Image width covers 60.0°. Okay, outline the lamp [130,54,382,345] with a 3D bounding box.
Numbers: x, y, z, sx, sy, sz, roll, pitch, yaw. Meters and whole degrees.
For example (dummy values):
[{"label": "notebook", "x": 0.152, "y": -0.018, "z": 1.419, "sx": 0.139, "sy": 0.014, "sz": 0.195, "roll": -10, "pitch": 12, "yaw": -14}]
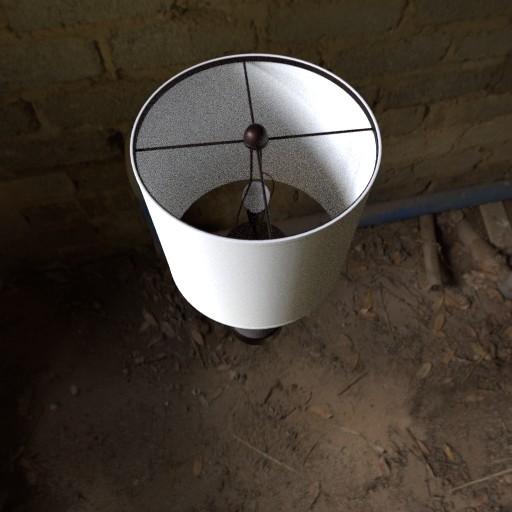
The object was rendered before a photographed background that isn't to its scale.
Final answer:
[{"label": "lamp", "x": 0.000, "y": 0.000, "z": 0.798, "sx": 0.301, "sy": 0.630, "sz": 0.301, "roll": 35, "pitch": 67, "yaw": 17}]
